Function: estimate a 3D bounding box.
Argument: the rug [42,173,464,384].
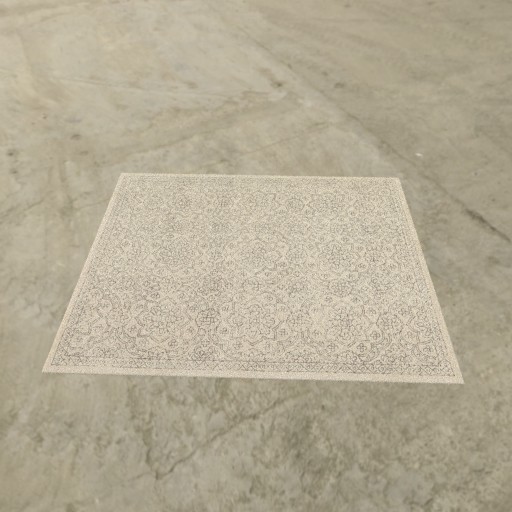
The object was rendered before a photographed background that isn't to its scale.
[{"bbox_3d":[0.000,0.000,4.033,3.050,0.015,2.441,1,46,1],"label":"rug"}]
